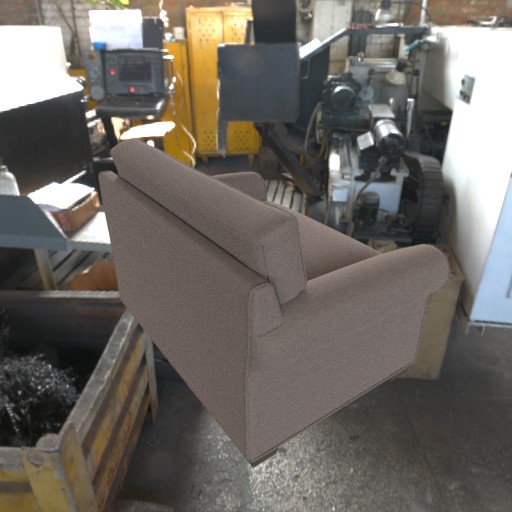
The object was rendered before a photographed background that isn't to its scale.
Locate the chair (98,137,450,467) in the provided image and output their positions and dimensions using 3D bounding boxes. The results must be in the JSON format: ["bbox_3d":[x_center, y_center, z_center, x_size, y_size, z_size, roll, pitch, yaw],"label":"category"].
[{"bbox_3d":[0.000,0.000,2.004,0.930,0.930,1.390,-18,33,-31],"label":"chair"}]
